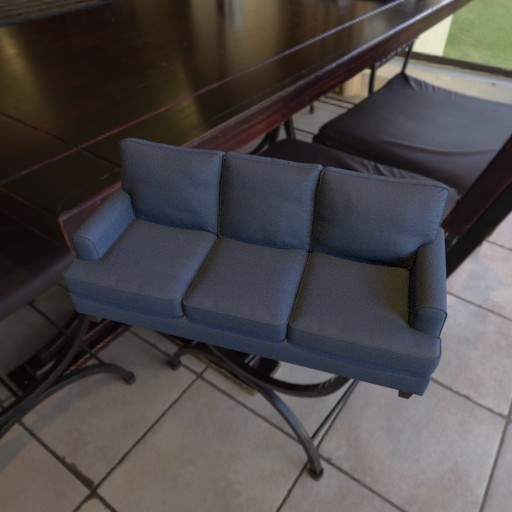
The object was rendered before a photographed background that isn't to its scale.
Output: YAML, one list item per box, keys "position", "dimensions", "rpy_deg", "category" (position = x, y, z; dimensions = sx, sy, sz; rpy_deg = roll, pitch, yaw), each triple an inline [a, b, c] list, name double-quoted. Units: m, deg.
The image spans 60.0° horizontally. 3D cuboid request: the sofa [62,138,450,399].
- position: [0.000, 0.000, 2.688]
  dimensions: [2.158, 0.965, 0.951]
  rpy_deg: [11, 42, 12]
  category: "sofa"
